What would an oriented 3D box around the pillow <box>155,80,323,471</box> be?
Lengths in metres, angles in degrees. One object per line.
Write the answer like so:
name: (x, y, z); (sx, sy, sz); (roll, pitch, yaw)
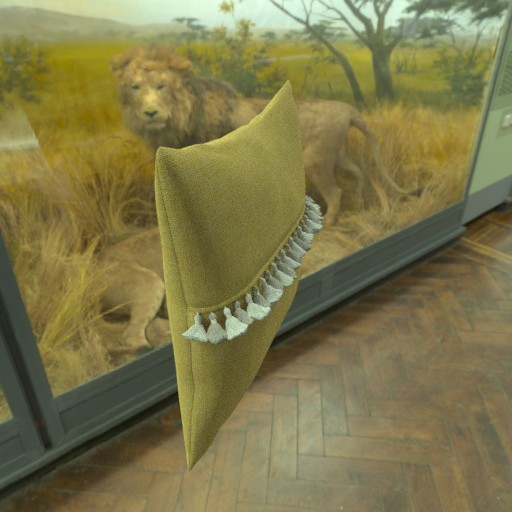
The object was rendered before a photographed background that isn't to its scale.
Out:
pillow: (0.000, 0.000, 0.725); (0.167, 0.481, 0.485); (10, 31, 17)
